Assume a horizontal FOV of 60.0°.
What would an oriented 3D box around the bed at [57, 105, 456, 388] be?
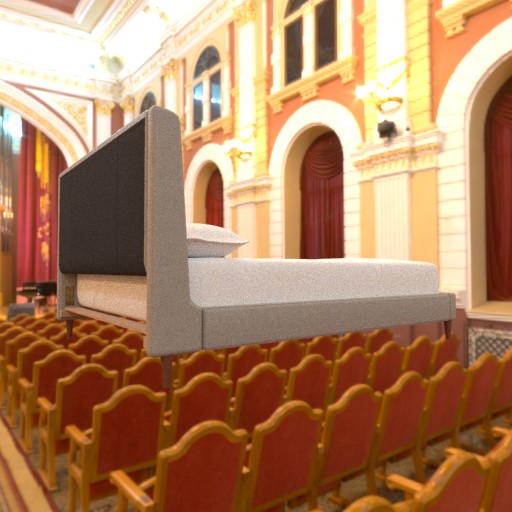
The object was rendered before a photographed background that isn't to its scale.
[{"bbox_3d":[0.000,0.000,3.076,2.232,1.147,1.656,1,-2,-36],"label":"bed"}]
